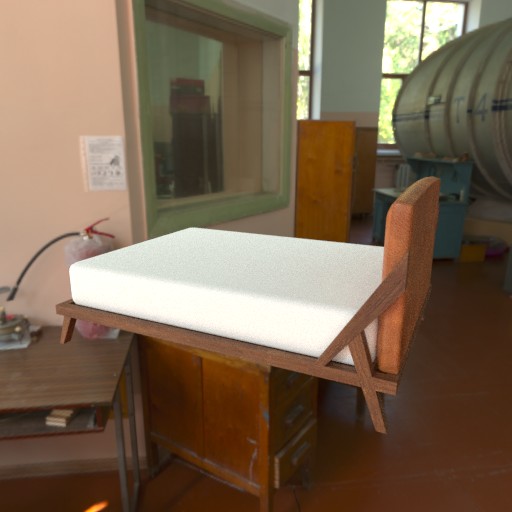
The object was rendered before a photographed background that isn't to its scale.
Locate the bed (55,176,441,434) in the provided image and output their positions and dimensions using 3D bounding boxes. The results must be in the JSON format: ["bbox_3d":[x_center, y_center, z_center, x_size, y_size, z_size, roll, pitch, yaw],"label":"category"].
[{"bbox_3d":[0.000,0.000,3.242,2.311,1.168,1.651,7,16,25],"label":"bed"}]
